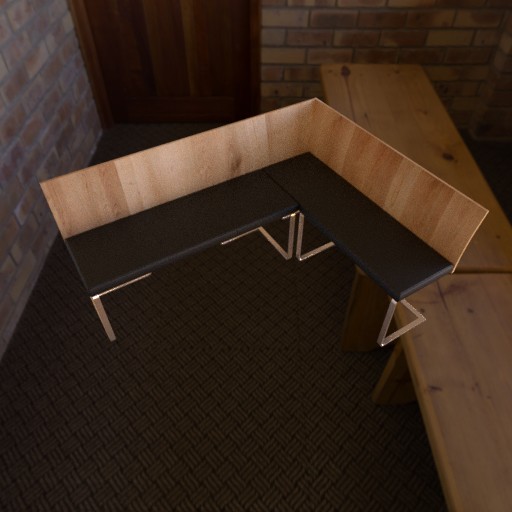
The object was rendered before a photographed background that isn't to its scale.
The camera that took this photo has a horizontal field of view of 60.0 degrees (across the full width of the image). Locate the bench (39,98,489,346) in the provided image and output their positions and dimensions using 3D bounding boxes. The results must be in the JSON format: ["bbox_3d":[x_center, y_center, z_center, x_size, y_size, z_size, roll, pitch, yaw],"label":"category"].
[{"bbox_3d":[0.000,0.000,2.738,1.945,0.930,1.495,-24,50,-22],"label":"bench"}]
